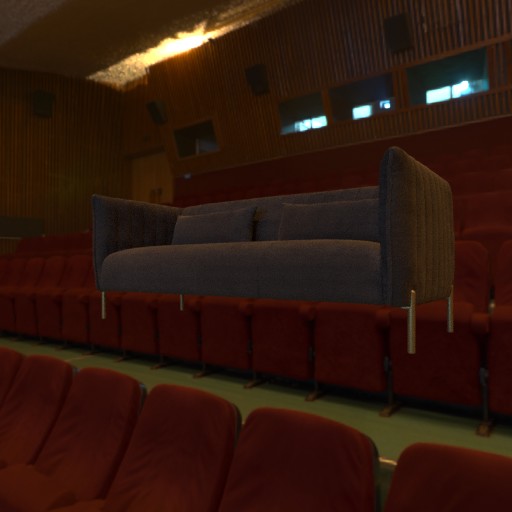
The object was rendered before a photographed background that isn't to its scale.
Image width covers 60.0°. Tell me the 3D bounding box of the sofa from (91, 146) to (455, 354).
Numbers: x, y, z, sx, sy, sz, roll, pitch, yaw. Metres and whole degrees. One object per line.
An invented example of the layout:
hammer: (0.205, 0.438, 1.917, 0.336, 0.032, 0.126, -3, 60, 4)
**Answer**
sofa: (0.000, 0.000, 2.515, 1.980, 0.780, 0.876, -1, -2, 36)
